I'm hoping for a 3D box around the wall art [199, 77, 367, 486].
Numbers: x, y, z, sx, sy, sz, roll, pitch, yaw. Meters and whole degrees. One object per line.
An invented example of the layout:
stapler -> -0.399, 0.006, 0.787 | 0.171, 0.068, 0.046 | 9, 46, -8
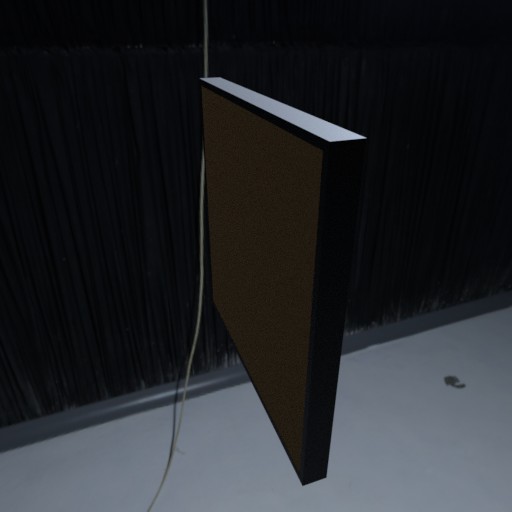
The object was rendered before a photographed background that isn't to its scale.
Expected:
wall art -> 0.000, 0.000, 0.751 | 0.040, 0.509, 0.509 | -10, 30, -18
